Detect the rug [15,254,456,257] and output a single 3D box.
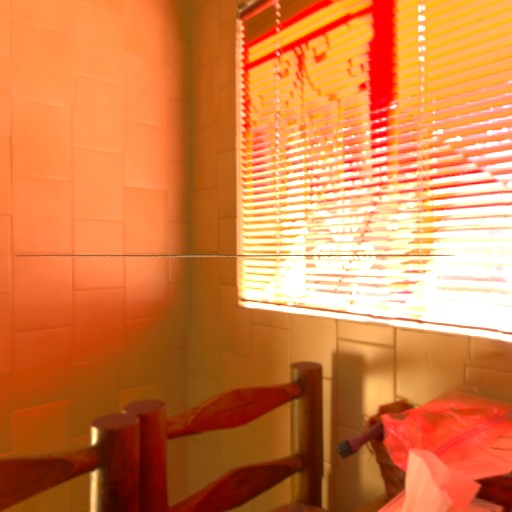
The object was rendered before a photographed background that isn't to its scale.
[{"bbox_3d":[0.000,0.000,4.012,3.048,0.013,2.438,0,0,17],"label":"rug"}]
